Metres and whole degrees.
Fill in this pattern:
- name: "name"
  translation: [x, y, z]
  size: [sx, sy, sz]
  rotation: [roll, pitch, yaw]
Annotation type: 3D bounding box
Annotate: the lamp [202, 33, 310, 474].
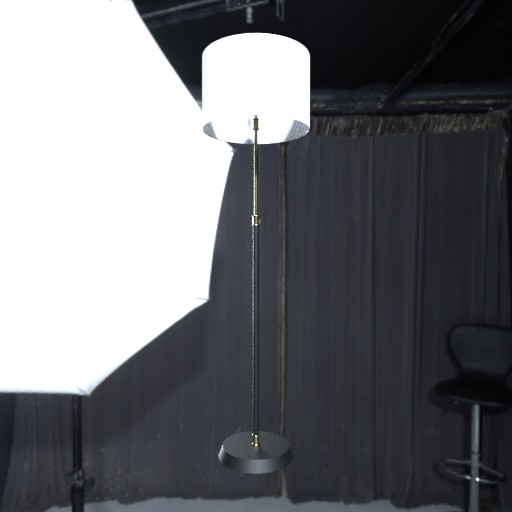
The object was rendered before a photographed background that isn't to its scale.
- name: "lamp"
  translation: [0.000, 0.000, 1.682]
  size: [0.404, 1.517, 0.404]
  rotation: [0, 0, 1]
